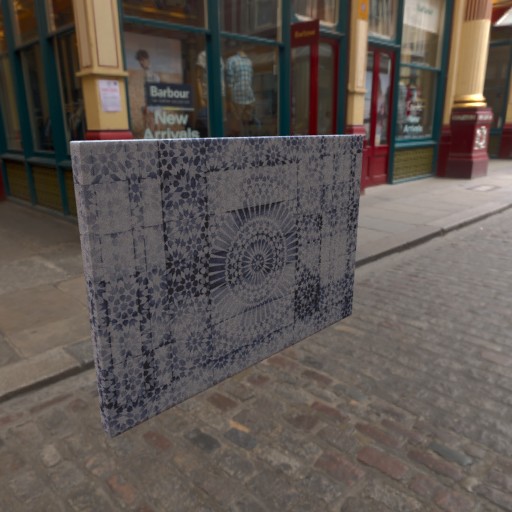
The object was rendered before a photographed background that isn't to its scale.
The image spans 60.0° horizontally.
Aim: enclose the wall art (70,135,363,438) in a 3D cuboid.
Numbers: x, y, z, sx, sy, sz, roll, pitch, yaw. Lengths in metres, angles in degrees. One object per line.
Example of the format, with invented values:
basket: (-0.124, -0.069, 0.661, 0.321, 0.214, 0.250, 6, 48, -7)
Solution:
wall art: (0.000, 0.000, 0.784, 0.030, 0.406, 0.608, 16, 22, 43)
